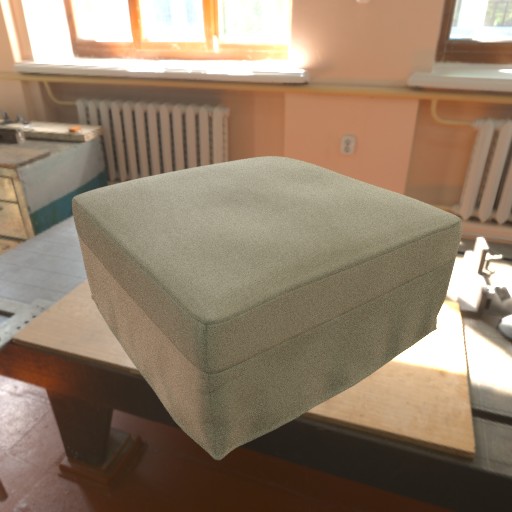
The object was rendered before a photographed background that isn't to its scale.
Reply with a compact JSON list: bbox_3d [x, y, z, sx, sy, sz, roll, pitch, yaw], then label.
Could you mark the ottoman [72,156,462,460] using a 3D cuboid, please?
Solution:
[{"bbox_3d":[0.000,0.000,1.351,0.843,0.441,0.842,-19,33,-31],"label":"ottoman"}]
